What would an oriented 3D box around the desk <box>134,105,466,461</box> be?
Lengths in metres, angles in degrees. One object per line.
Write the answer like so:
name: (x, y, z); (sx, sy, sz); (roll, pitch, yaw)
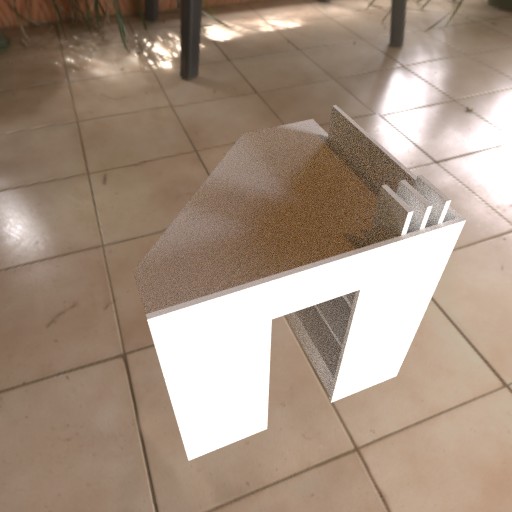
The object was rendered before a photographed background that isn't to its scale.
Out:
desk: (0.000, 0.000, 1.766); (0.940, 0.986, 0.940); (-16, 48, -15)
